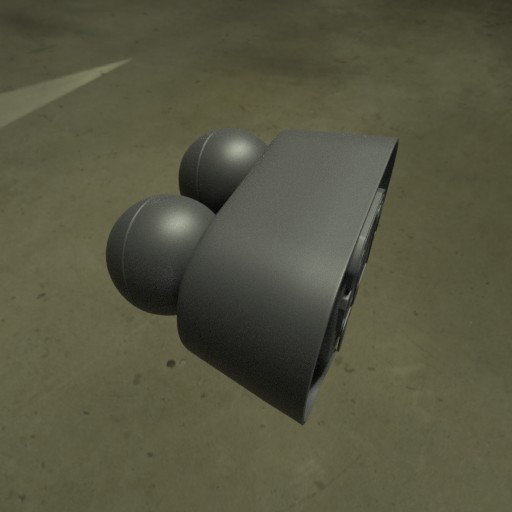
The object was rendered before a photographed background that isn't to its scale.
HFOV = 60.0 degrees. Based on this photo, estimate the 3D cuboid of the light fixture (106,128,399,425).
[{"bbox_3d":[0.000,0.000,0.340,0.159,0.159,0.229,17,48,16],"label":"light fixture"}]
